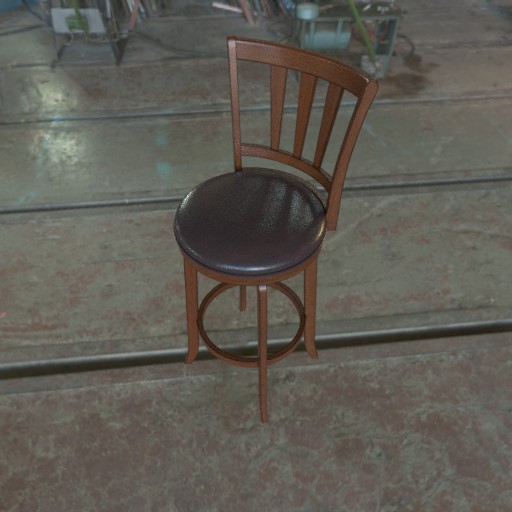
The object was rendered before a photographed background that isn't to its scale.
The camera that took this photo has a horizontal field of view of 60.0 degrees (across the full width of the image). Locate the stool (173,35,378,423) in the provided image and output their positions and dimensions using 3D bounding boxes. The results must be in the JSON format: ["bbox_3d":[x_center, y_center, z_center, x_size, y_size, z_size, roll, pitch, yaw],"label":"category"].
[{"bbox_3d":[0.000,0.000,1.441,0.464,1.177,0.503,29,52,26],"label":"stool"}]
